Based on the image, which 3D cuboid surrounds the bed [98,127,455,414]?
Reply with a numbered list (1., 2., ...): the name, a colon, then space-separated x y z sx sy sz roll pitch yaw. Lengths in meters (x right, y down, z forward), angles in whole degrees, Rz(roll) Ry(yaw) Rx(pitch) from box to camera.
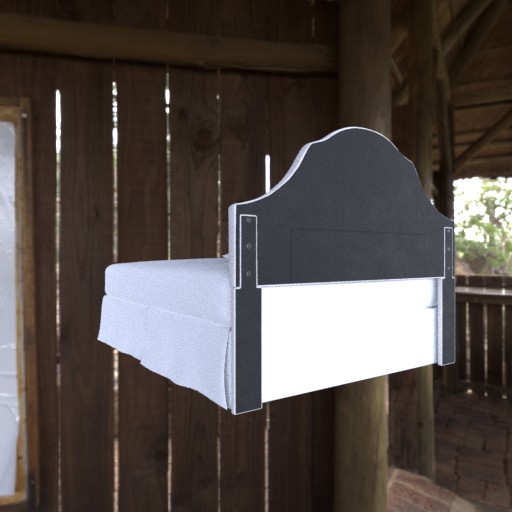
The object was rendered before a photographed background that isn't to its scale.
1. bed: 0.000 0.000 3.817 2.039 1.617 2.477 0 0 -34
